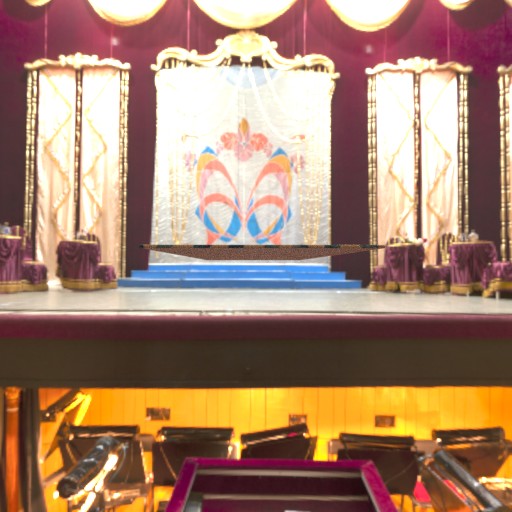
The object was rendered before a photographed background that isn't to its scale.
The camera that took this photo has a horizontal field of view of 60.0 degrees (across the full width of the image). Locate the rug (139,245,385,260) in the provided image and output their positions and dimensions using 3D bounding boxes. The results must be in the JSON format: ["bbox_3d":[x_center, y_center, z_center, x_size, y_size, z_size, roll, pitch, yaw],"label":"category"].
[{"bbox_3d":[0.000,0.000,1.644,0.503,0.007,1.492,0,-2,-1],"label":"rug"}]
